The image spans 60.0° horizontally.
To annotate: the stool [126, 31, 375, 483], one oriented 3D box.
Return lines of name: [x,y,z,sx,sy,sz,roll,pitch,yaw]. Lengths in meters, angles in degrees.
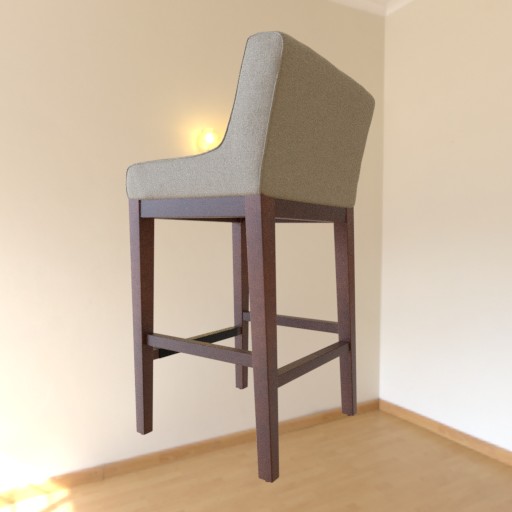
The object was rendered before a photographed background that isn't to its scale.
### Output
stool: [0.000,0.000,1.215,0.500,0.937,0.511,2,3,35]
